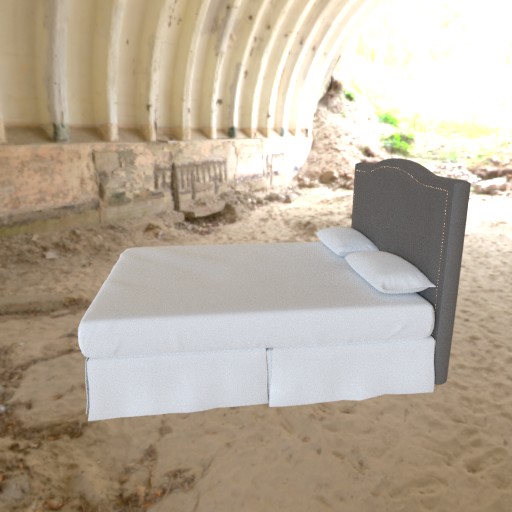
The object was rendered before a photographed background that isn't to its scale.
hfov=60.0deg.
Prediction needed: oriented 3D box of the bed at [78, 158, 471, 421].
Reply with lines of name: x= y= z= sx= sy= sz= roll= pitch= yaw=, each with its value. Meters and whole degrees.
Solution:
bed: x=0.000 y=0.000 z=3.375 sx=2.282 sy=1.436 sz=1.821 roll=-2 pitch=16 yaw=-7
